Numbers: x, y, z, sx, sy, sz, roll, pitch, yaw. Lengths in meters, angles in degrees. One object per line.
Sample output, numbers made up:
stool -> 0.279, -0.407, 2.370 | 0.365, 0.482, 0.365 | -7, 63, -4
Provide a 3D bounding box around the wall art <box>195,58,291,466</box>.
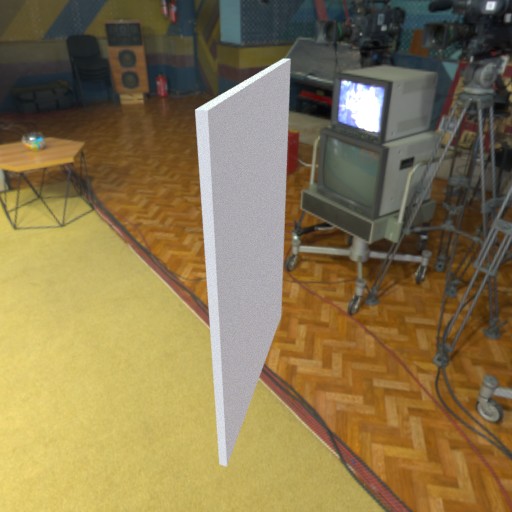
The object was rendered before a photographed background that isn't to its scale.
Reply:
wall art -> 0.000, 0.000, 0.704 | 0.013, 0.533, 0.381 | 8, 32, 13
